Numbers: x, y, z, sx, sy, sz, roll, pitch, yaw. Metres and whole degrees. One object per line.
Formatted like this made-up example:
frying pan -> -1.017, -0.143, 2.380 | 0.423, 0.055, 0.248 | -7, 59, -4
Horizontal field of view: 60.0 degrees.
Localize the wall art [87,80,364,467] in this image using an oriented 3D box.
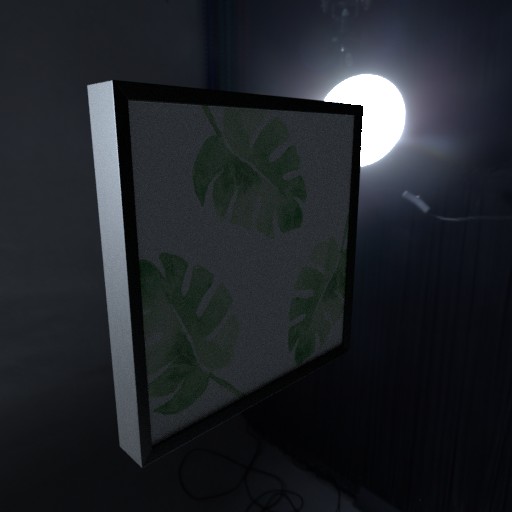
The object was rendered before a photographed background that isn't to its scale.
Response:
wall art -> 0.000, 0.000, 0.448 | 0.304, 0.304, 0.038 | -14, 20, -43
